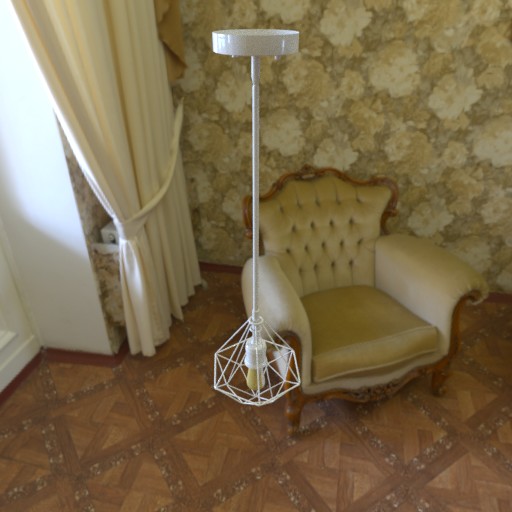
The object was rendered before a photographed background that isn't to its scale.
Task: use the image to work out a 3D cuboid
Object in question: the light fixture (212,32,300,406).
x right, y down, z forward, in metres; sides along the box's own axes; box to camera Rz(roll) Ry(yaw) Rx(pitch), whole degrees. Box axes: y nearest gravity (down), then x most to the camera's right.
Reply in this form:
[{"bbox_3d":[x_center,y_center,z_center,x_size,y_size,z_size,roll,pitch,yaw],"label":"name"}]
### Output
[{"bbox_3d":[0.000,0.000,1.953,0.487,1.764,0.431,-19,35,-29],"label":"light fixture"}]
